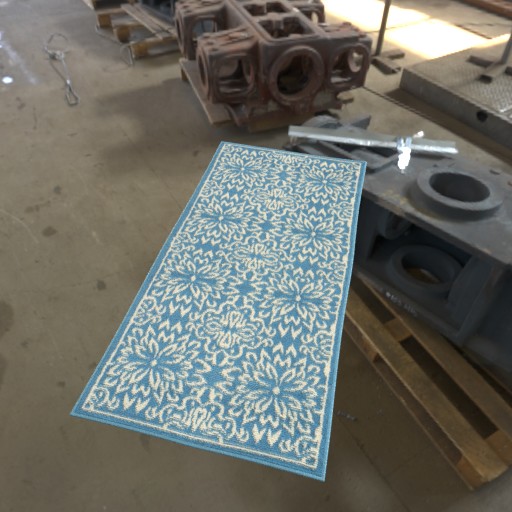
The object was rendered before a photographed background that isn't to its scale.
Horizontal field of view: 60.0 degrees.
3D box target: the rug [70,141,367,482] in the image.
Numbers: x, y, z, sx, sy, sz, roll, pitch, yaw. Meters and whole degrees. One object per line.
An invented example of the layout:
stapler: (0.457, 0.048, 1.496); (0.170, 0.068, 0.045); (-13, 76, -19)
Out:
rug: (0.000, 0.000, 1.402); (0.604, 0.007, 1.219); (10, 47, 10)
